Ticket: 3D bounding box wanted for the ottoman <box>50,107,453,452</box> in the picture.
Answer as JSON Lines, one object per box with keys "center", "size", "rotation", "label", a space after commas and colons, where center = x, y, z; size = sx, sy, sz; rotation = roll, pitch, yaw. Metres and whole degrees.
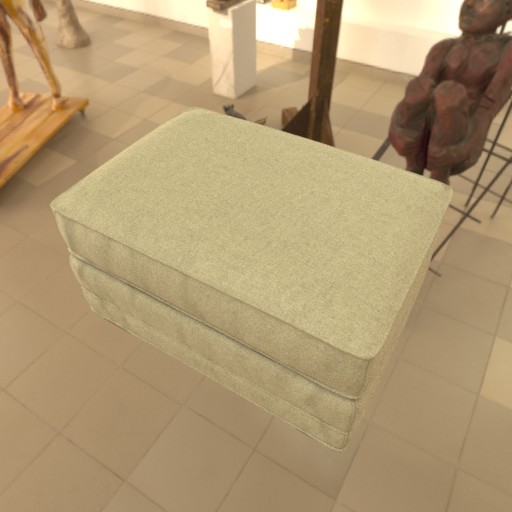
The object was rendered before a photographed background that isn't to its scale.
{"center": [0.000, 0.000, 1.225], "size": [0.848, 0.508, 0.611], "rotation": [23, 50, 21], "label": "ottoman"}
